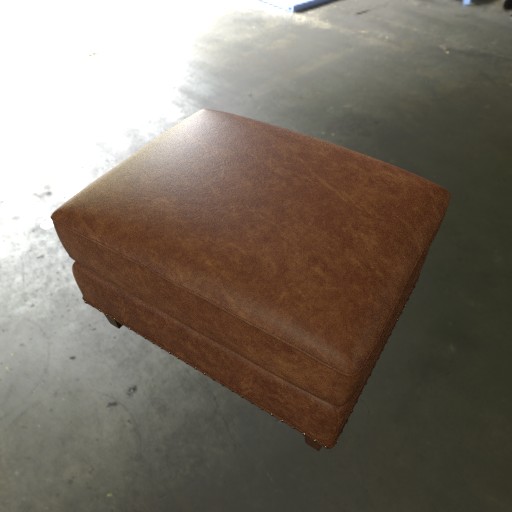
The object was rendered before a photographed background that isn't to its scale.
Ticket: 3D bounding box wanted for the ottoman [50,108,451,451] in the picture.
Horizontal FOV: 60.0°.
[{"bbox_3d":[0.000,0.000,1.127,0.742,0.486,0.586,25,51,22],"label":"ottoman"}]
